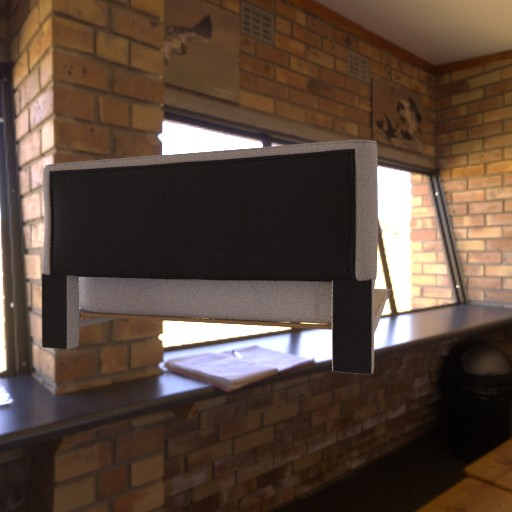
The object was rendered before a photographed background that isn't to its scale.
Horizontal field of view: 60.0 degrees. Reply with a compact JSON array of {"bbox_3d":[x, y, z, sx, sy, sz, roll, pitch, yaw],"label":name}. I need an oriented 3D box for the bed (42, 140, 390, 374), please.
[{"bbox_3d":[0.000,0.000,3.510,1.980,1.126,2.498,0,0,18],"label":"bed"}]
